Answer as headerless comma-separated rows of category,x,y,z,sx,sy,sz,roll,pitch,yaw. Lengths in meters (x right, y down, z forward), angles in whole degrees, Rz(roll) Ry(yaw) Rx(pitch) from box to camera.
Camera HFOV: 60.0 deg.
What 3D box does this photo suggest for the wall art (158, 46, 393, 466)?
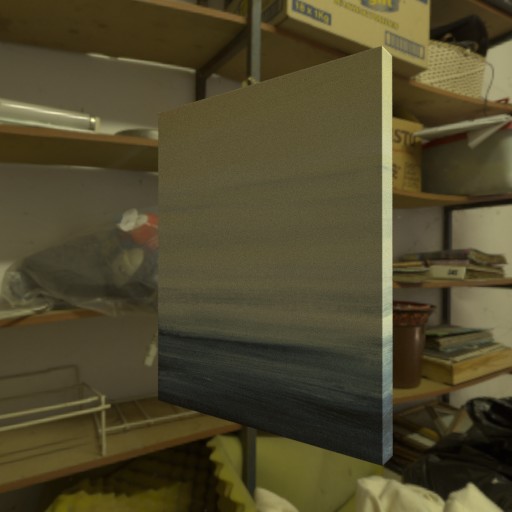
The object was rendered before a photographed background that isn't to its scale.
wall art,0.000,0.000,0.805,0.489,0.608,0.040,0,0,37
